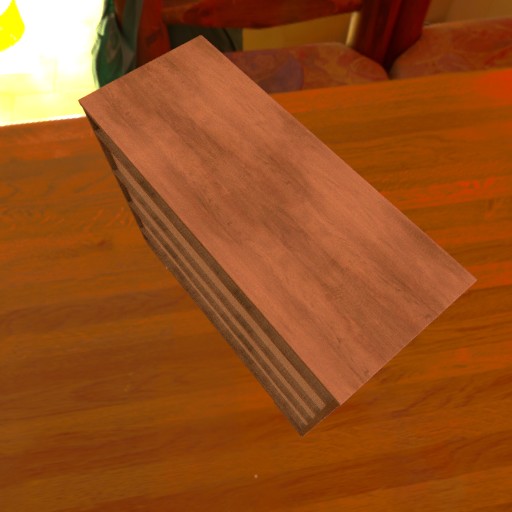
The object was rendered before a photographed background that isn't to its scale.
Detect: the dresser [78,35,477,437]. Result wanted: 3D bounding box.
[{"bbox_3d":[0.000,0.000,1.419,0.404,0.816,0.994,-36,69,-16],"label":"dresser"}]
